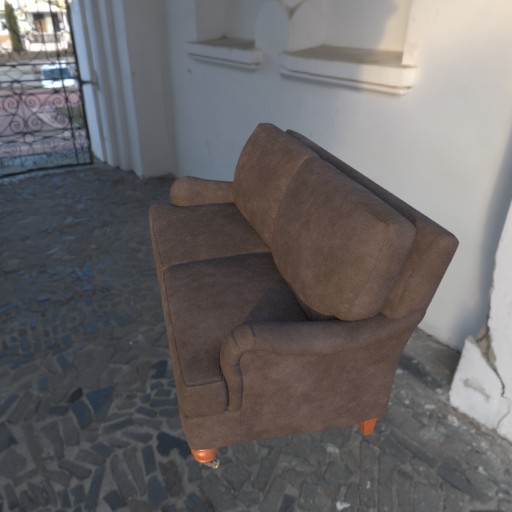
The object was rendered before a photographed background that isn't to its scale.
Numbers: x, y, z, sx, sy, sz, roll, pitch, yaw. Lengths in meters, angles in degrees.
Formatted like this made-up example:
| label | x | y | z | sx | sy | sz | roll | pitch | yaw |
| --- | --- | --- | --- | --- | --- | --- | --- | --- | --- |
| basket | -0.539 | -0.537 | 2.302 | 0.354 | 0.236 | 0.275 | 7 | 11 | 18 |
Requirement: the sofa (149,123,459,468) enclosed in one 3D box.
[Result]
| label | x | y | z | sx | sy | sz | roll | pitch | yaw |
| --- | --- | --- | --- | --- | --- | --- | --- | --- | --- |
| sofa | 0.000 | 0.000 | 2.465 | 1.084 | 1.101 | 1.853 | -8 | 30 | -14 |
